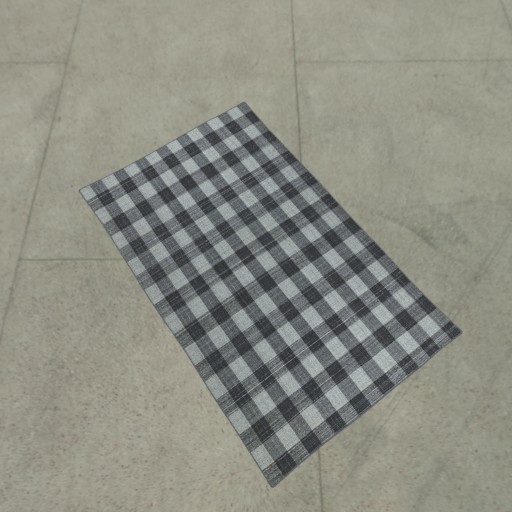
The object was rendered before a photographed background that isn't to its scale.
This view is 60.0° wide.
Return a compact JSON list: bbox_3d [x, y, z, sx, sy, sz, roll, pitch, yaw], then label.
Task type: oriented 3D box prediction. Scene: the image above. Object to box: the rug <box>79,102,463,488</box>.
[{"bbox_3d":[0.000,0.000,3.129,1.554,0.011,2.476,-33,69,-14],"label":"rug"}]
